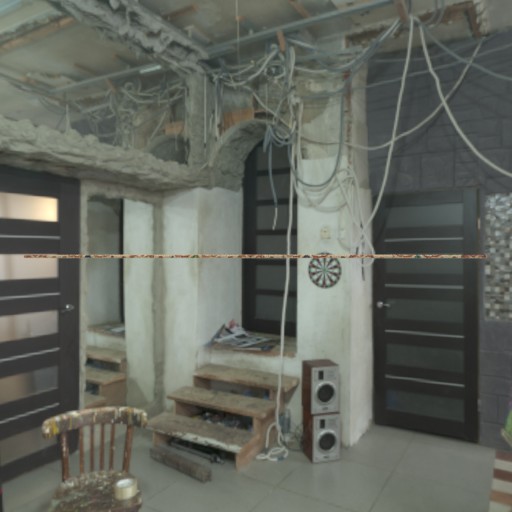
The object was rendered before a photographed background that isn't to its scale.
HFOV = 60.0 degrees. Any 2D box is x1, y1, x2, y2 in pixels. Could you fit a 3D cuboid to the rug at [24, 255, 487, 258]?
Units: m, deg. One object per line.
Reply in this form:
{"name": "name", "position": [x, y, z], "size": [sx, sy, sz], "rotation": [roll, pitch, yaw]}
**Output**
{"name": "rug", "position": [0.000, 0.000, 2.365], "size": [1.838, 0.013, 1.226], "rotation": [0, 0, 1]}
